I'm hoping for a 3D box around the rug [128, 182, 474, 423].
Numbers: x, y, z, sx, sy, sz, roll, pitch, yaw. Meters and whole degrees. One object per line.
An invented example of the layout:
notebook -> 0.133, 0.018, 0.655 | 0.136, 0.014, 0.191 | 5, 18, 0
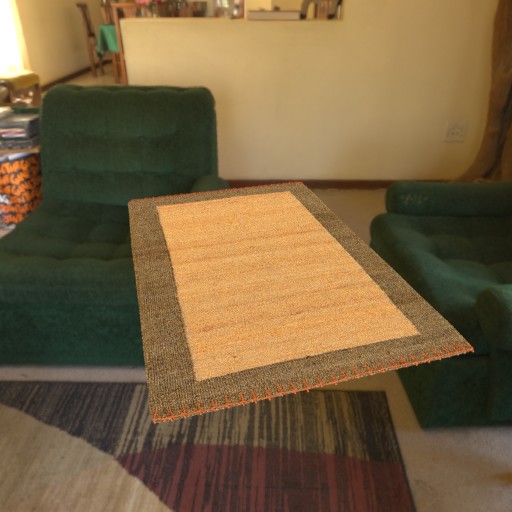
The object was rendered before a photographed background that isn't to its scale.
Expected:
rug -> 0.000, 0.000, 2.286 | 1.220, 0.019, 1.838 | -8, 32, -14
